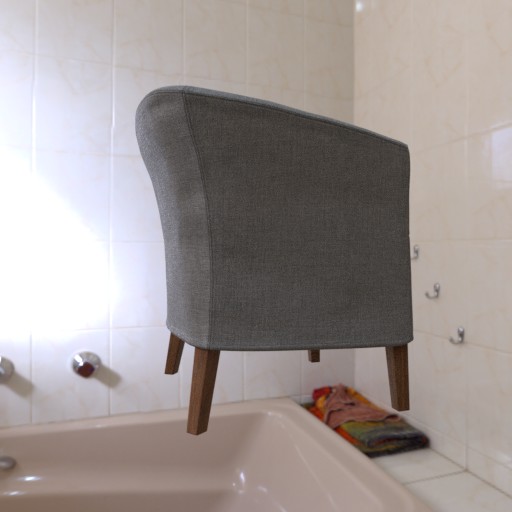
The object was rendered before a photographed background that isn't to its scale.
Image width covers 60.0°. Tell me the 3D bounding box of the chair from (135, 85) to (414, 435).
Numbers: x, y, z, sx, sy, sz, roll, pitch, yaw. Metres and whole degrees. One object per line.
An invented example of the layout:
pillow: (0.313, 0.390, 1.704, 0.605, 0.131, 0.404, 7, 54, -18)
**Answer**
chair: (0.000, 0.000, 1.274, 0.668, 0.771, 0.600, 0, 0, -17)
